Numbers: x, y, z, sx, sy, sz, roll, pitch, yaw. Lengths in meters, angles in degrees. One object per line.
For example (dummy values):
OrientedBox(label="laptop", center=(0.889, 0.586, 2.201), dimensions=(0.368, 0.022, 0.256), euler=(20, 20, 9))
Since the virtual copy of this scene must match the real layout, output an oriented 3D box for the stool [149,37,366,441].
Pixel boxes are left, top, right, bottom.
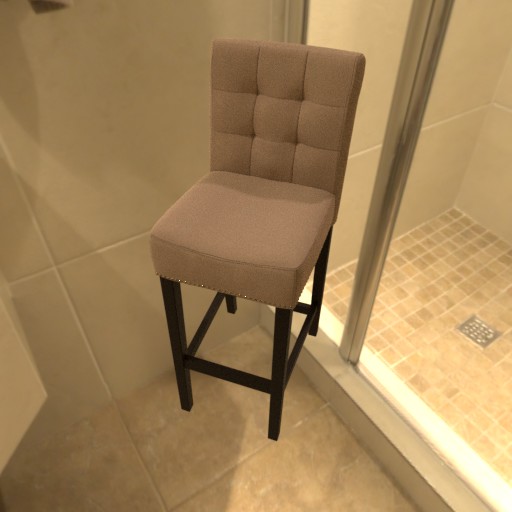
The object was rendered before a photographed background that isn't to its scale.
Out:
OrientedBox(label="stool", center=(0.000, 0.000, 1.308), dimensions=(0.411, 1.047, 0.548), euler=(13, 44, 14))
